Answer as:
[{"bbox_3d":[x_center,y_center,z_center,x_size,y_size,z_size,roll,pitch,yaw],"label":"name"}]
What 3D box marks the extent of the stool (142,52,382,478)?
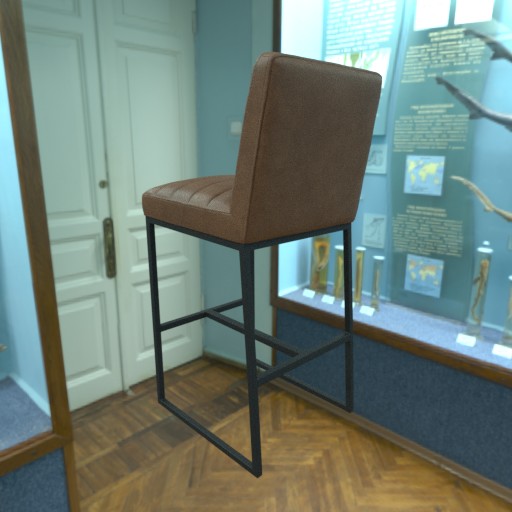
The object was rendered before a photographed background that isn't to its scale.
[{"bbox_3d":[0.000,0.000,1.343,0.458,1.040,0.556,-13,19,-42],"label":"stool"}]
